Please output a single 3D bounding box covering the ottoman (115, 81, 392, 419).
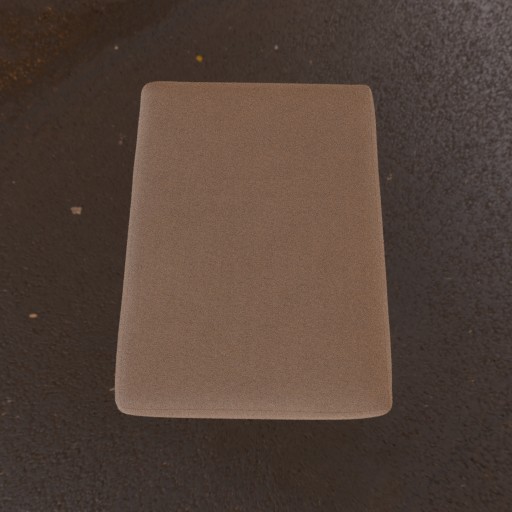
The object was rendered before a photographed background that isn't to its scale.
[{"bbox_3d":[0.000,0.000,1.154,0.569,0.504,0.773,1,75,0],"label":"ottoman"}]
